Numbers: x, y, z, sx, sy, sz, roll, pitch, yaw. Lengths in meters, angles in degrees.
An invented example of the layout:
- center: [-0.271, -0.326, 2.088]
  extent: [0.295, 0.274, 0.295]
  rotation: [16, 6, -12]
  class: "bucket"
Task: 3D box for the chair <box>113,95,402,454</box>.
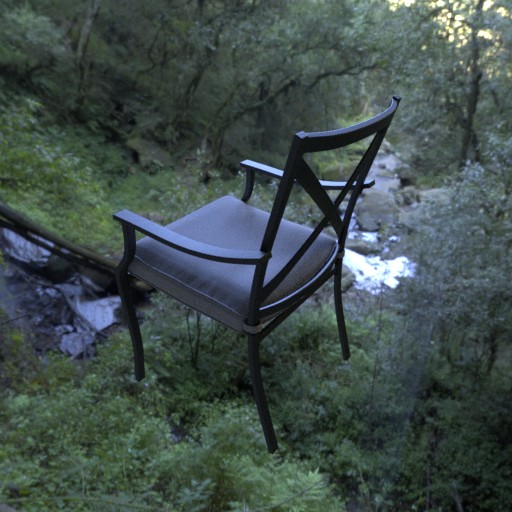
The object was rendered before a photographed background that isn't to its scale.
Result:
- center: [0.000, 0.000, 1.301]
  extent: [0.620, 0.889, 0.575]
  rotation: [20, 35, 31]
  class: "chair"
